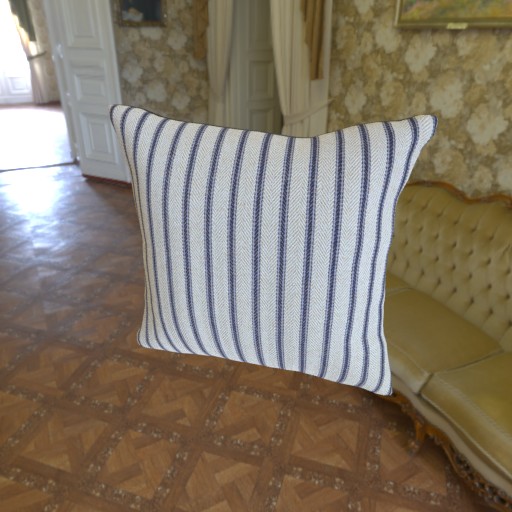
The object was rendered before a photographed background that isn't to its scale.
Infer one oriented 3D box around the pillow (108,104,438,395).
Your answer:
[{"bbox_3d":[0.000,0.000,0.695,0.468,0.444,0.138,7,27,15],"label":"pillow"}]
